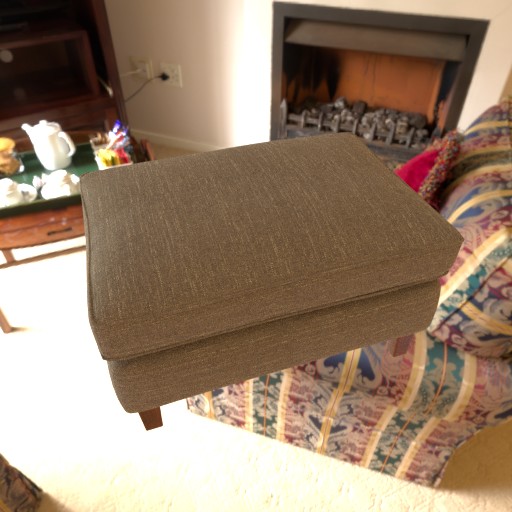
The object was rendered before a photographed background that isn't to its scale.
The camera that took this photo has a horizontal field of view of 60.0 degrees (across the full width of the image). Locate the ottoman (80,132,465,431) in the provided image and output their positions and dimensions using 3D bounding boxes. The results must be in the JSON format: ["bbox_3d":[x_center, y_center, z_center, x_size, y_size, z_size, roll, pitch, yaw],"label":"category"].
[{"bbox_3d":[0.000,0.000,0.991,0.686,0.406,0.508,-12,43,-14],"label":"ottoman"}]
